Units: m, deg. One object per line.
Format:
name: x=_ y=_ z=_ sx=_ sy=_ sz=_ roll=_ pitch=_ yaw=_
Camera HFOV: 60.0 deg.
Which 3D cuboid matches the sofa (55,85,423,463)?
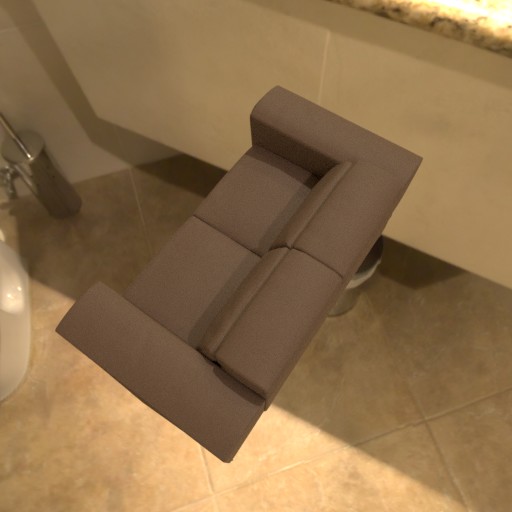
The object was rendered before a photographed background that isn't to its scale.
sofa: x=0.000 y=0.000 z=2.458 sx=1.003 sy=0.779 sz=1.895 roll=32 pitch=69 yaw=14
